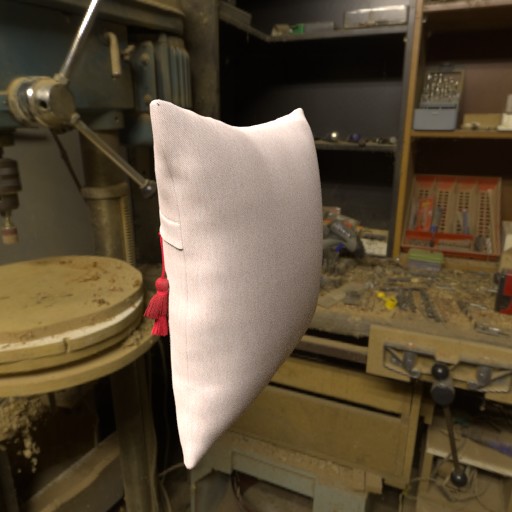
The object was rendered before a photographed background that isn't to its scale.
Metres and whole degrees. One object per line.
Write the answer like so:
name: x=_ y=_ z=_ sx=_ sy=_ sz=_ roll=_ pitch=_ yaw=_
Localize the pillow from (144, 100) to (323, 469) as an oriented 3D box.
pillow: x=0.000 y=0.000 z=0.677 sx=0.173 sy=0.436 sz=0.433 roll=8 pitch=19 yaw=23
